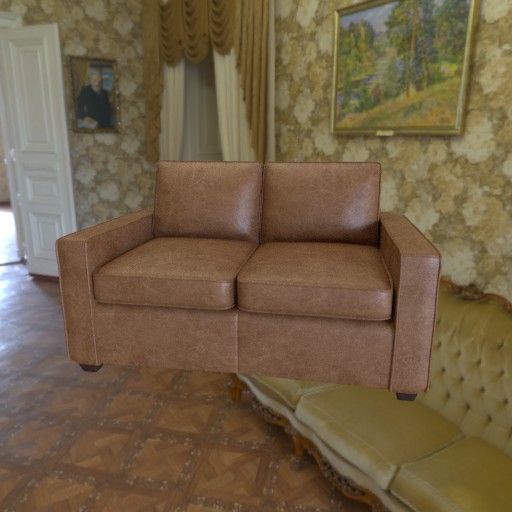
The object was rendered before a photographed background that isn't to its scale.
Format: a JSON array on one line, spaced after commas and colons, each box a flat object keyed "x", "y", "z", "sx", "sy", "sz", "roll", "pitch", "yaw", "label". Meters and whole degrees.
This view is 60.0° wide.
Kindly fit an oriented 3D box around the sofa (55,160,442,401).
[{"x": 0.000, "y": 0.000, "z": 2.181, "sx": 1.532, "sy": 0.896, "sz": 1.020, "roll": 2, "pitch": 15, "yaw": 10, "label": "sofa"}]
